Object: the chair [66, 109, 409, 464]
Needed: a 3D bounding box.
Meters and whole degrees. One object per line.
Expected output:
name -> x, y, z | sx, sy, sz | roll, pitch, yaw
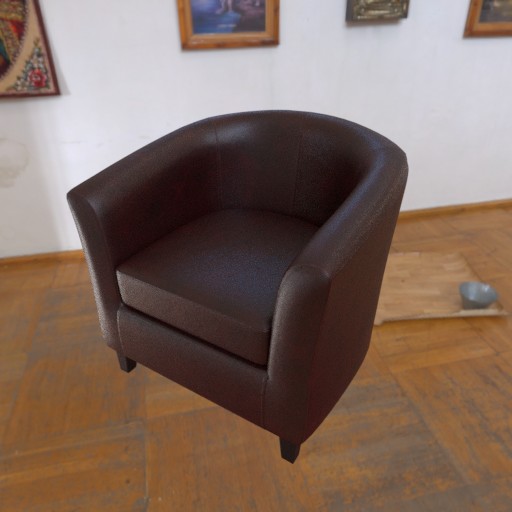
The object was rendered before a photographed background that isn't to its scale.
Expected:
chair -> 0.000, 0.000, 1.386 | 0.792, 0.756, 0.727 | 18, 35, 28
